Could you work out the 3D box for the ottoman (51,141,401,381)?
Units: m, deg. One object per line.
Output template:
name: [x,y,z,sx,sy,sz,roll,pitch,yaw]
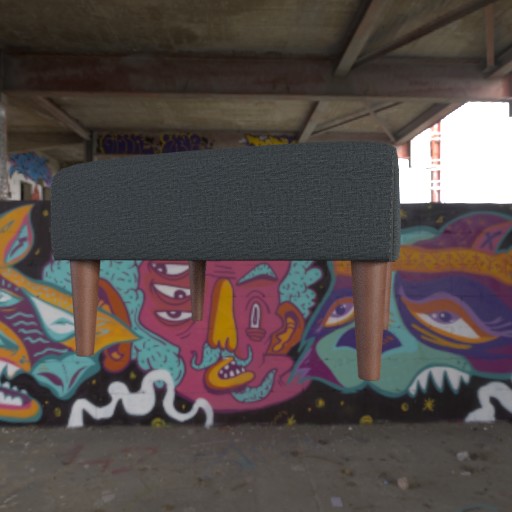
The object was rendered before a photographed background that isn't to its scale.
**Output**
ottoman: [0.000,0.000,1.047,0.650,0.398,0.649,0,0,18]
